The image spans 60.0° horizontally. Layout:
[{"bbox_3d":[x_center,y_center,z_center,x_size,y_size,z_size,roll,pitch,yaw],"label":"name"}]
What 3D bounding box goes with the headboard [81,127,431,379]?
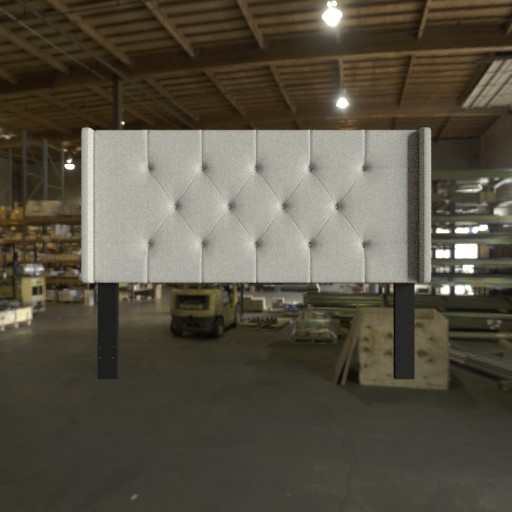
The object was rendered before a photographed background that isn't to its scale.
[{"bbox_3d":[0.000,0.000,2.684,2.051,1.524,0.184,0,0,0],"label":"headboard"}]
